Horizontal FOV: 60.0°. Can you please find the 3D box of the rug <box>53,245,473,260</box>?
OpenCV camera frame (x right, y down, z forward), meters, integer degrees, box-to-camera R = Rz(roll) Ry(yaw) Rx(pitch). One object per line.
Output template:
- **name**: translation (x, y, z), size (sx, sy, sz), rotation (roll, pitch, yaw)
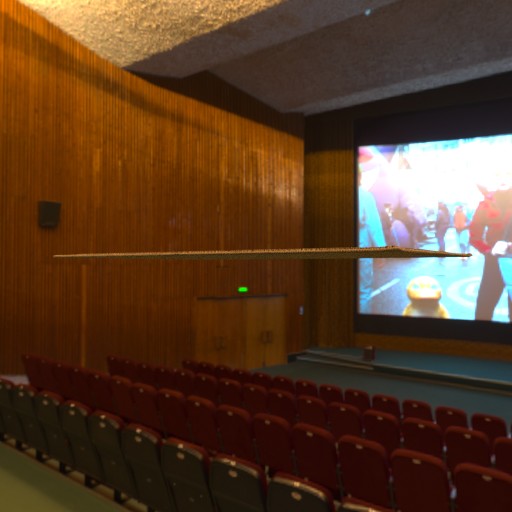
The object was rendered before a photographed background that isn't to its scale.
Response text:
- **rug**: translation (0.000, 0.000, 3.017), size (2.438, 0.034, 1.521), rotation (-1, -1, 36)
